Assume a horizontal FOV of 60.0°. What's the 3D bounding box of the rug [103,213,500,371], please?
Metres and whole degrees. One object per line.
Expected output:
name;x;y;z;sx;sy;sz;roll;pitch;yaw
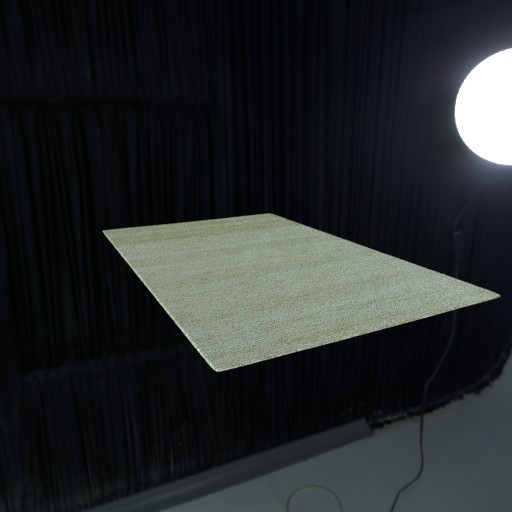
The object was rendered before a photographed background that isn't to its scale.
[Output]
rug;0.000;0.000;2.130;1.143;0.010;1.758;-8;19;-26
